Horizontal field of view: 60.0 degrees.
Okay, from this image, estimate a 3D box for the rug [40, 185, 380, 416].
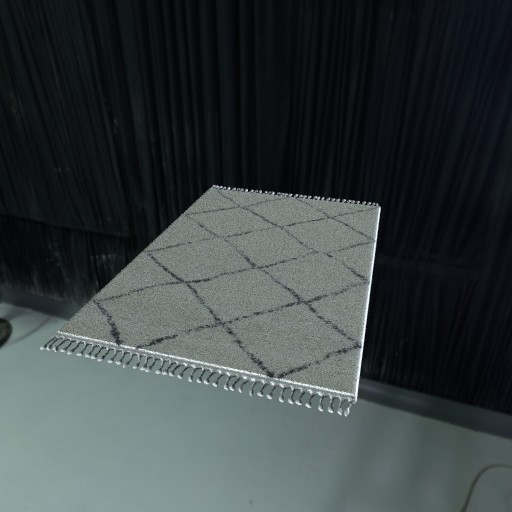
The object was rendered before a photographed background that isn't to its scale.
[{"bbox_3d":[0.000,0.000,2.911,1.494,0.031,2.307,8,31,14],"label":"rug"}]
